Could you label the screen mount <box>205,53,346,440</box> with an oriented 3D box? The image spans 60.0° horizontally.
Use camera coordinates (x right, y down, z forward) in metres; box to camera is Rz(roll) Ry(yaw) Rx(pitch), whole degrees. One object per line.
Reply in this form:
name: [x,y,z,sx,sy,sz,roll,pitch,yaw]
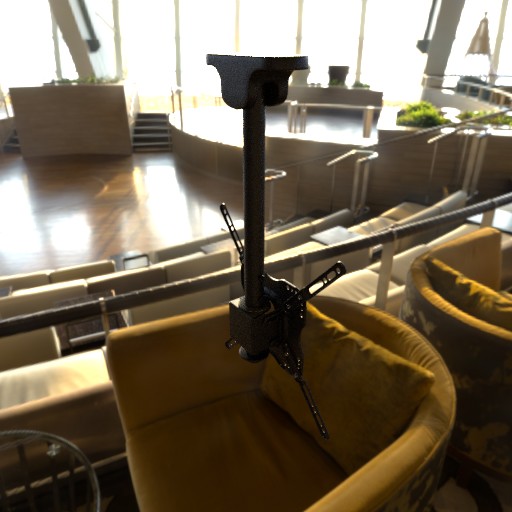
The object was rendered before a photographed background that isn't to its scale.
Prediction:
screen mount: [0.000,0.000,0.879,0.090,0.729,0.393,-18,31,-32]
